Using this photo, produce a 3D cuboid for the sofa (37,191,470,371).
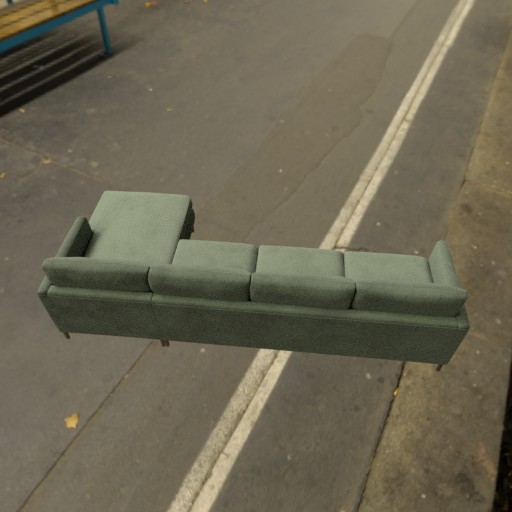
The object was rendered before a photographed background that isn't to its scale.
[{"bbox_3d":[0.000,0.000,3.260,2.725,0.756,1.255,4,47,4],"label":"sofa"}]
